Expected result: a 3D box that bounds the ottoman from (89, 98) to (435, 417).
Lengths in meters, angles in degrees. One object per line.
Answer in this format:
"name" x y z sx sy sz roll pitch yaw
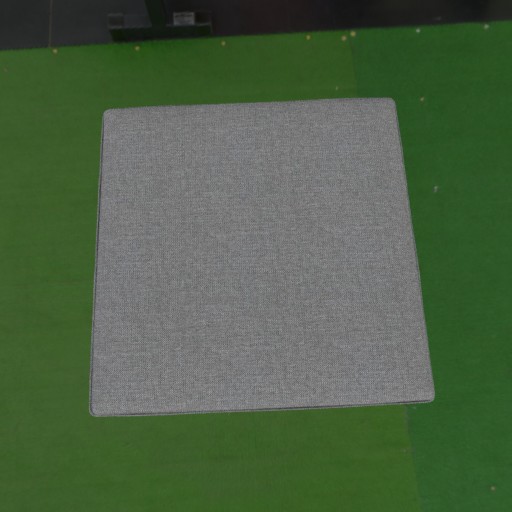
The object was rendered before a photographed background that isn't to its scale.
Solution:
"ottoman" 0.000 0.000 1.557 1.023 0.423 1.017 -2 76 0
